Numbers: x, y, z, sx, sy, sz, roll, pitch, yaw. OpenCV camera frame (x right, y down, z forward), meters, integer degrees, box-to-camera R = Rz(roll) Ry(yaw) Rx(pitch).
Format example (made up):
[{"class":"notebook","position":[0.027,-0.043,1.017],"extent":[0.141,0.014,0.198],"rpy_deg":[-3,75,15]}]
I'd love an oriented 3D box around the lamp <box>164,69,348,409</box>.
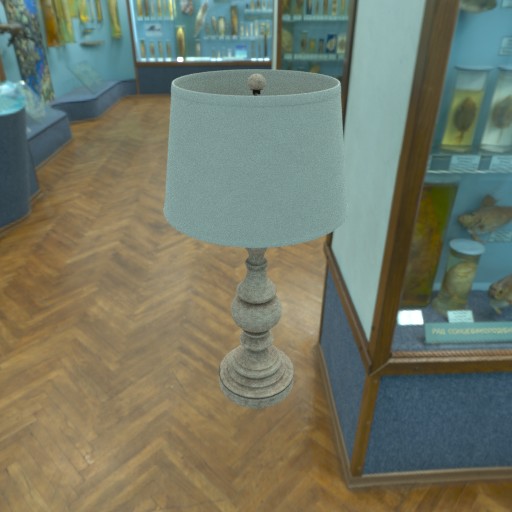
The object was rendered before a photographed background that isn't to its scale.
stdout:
[{"class":"lamp","position":[0.000,0.000,0.884],"extent":[0.340,0.678,0.340],"rpy_deg":[0,30,0]}]
